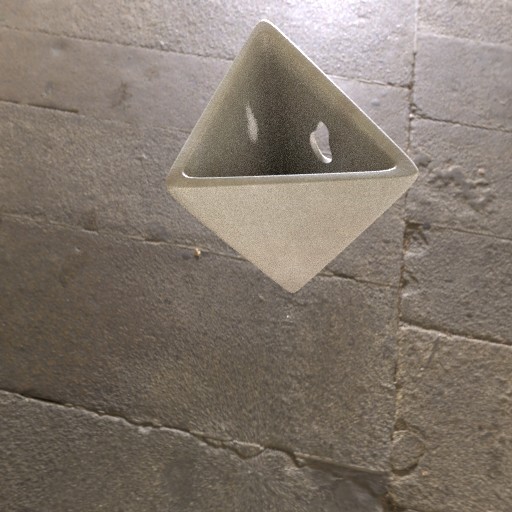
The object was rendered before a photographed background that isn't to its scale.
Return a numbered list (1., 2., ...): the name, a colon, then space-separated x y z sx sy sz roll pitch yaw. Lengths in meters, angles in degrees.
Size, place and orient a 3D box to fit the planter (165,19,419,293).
1. planter: 0.000 0.000 0.269 0.081 0.224 0.101 -31 68 -14
